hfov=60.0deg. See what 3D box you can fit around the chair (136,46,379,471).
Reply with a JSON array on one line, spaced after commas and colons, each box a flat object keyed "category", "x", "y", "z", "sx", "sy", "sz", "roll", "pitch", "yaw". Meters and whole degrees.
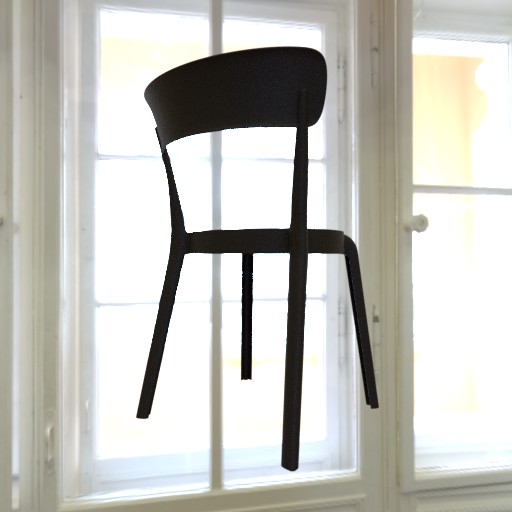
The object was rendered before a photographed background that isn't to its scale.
[{"category": "chair", "x": 0.000, "y": 0.000, "z": 1.097, "sx": 0.506, "sy": 0.790, "sz": 0.491, "roll": 0, "pitch": 0, "yaw": 37}]
